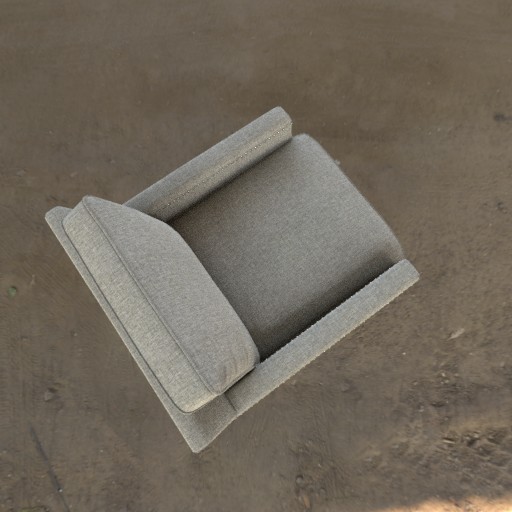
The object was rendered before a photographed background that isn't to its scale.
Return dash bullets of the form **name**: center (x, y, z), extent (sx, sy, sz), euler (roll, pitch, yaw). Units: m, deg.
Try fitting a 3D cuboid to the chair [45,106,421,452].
- **chair**: center (0.000, 0.000, 1.669), extent (1.014, 0.943, 0.853), euler (-35, 78, -8)
